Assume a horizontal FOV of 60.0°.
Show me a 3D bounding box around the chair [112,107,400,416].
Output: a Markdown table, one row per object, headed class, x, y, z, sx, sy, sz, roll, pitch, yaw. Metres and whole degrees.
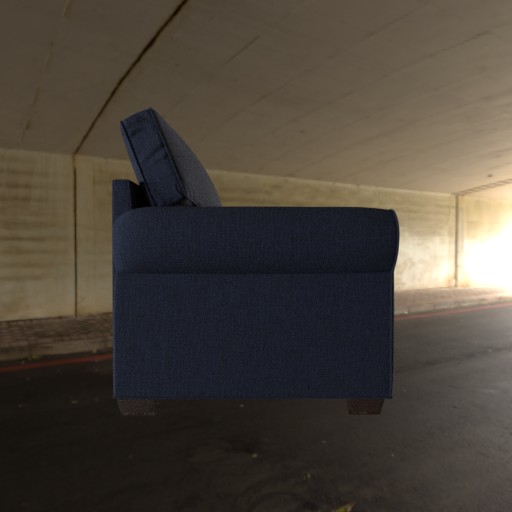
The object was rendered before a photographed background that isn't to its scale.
| class | x | y | z | sx | sy | sz | roll | pitch | yaw |
| --- | --- | --- | --- | --- | --- | --- | --- | --- | --- |
| chair | 0.000 | 0.000 | 2.004 | 0.963 | 1.044 | 1.285 | 0 | 1 | -1 |
